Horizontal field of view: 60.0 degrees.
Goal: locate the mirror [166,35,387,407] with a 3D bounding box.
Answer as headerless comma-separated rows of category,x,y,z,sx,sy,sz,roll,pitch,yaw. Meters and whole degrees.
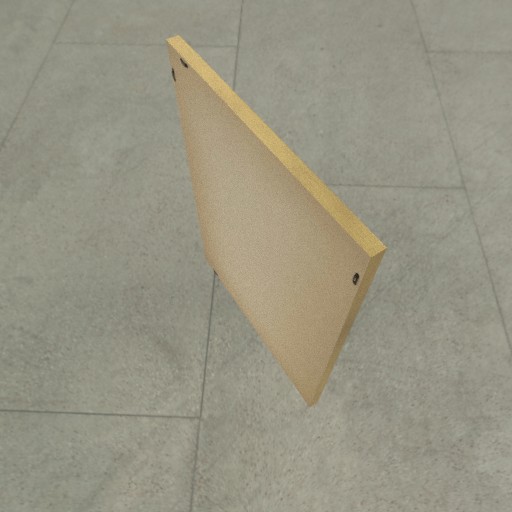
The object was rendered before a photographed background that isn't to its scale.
mirror,0.000,0.000,1.355,0.041,1.016,0.762,-29,62,-17
